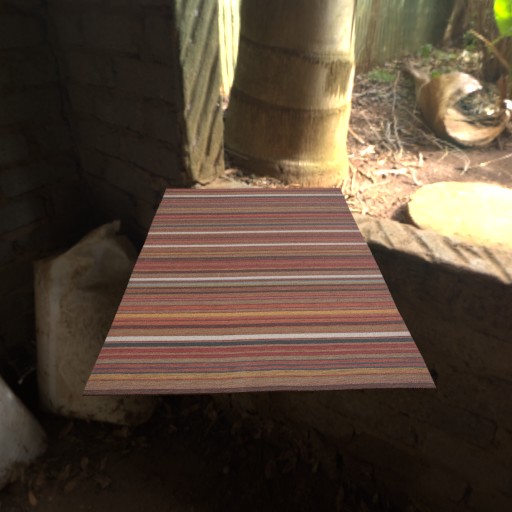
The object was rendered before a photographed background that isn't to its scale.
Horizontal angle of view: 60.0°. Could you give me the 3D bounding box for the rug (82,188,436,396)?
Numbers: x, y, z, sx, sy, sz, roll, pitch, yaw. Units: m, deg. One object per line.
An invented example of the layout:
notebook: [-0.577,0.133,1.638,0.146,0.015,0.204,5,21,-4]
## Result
rug: [0.000,0.000,2.300,1.217,0.007,1.828,-1,31,-1]
